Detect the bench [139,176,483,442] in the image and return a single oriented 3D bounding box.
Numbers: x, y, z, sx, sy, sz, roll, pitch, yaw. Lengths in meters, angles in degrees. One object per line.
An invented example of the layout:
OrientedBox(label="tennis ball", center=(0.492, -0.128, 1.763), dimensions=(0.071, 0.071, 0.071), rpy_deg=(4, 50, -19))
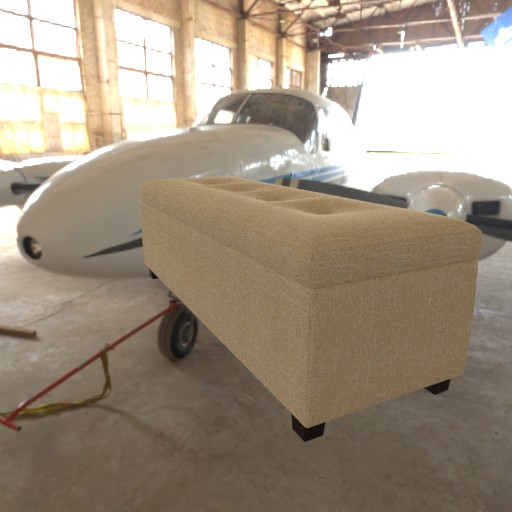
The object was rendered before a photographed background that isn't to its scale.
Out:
OrientedBox(label="bench", center=(0.000, 0.000, 1.370), dimensions=(0.432, 0.406, 1.219), rpy_deg=(-8, 17, -26))
